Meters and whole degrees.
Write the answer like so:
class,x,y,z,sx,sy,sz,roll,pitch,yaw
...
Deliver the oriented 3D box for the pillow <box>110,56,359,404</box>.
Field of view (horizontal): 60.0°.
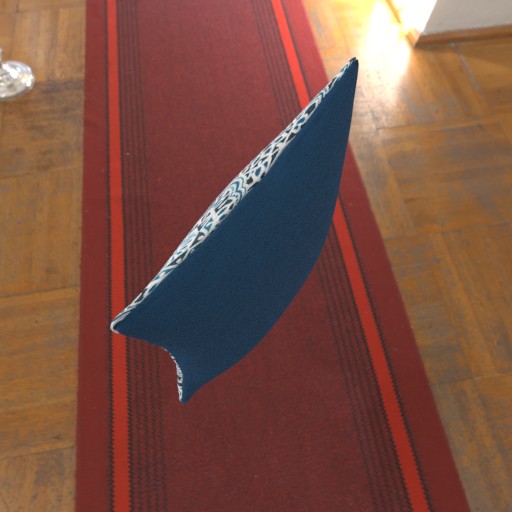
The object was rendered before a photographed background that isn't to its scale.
class,x,y,z,sx,sy,sz,roll,pitch,yaw
pillow,0.000,0.000,0.656,0.145,0.420,0.440,33,68,15
